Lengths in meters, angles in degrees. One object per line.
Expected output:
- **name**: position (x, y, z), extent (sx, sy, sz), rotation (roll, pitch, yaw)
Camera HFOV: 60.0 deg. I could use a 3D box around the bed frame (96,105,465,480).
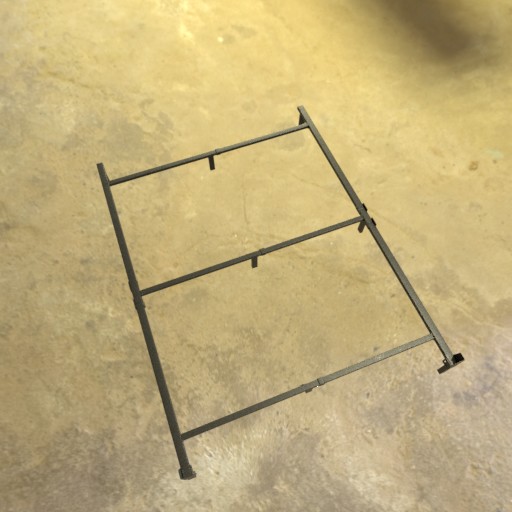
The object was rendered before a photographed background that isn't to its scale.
- **bed frame**: position (0.000, 0.000, 2.651), extent (1.498, 0.248, 1.990), rotation (-19, 64, -10)
